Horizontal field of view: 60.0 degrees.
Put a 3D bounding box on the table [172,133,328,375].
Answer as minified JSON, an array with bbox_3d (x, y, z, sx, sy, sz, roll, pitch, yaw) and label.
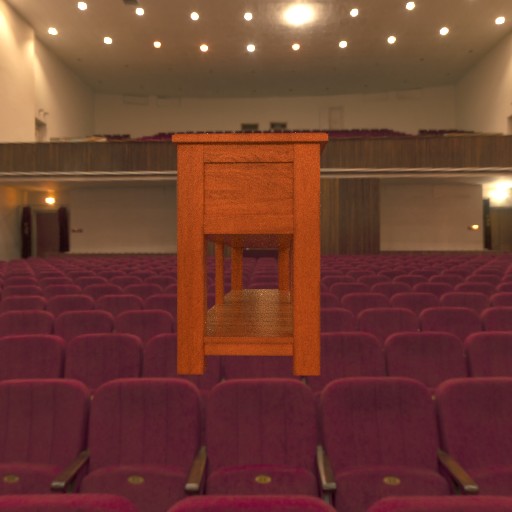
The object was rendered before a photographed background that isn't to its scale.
[{"bbox_3d":[0.000,0.000,2.061,0.425,0.635,1.815,0,0,2],"label":"table"}]
